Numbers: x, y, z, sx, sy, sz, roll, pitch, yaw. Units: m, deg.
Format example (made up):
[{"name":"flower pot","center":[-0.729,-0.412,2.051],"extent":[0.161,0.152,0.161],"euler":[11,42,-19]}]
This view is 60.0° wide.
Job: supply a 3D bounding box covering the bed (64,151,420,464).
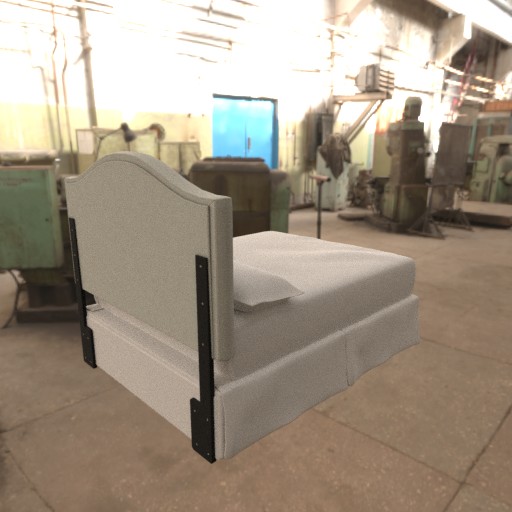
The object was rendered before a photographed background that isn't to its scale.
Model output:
[{"name":"bed","center":[0.000,0.000,3.435],"extent":[2.180,1.607,1.813],"euler":[-14,20,-42]}]
